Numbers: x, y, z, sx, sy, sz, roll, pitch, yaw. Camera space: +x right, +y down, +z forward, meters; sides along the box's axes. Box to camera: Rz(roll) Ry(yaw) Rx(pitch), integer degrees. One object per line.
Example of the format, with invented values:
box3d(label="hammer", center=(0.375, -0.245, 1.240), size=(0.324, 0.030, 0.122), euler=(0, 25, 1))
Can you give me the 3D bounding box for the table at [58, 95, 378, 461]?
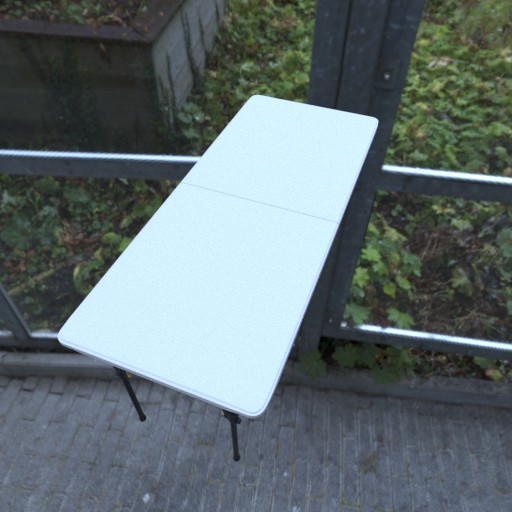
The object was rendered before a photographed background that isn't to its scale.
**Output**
box3d(label="table", center=(0.000, 0.000, 2.241), size=(0.761, 0.719, 1.829), euler=(16, 49, 14))
